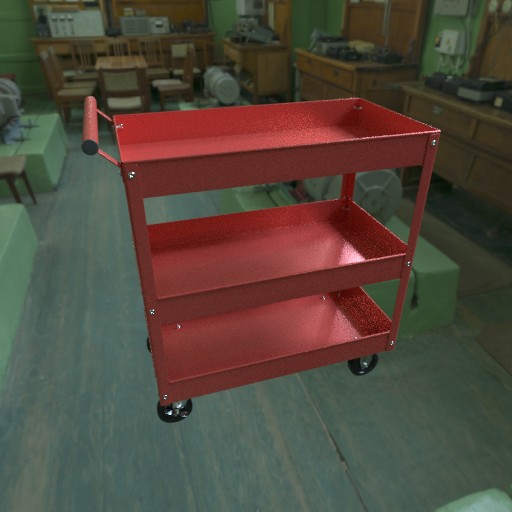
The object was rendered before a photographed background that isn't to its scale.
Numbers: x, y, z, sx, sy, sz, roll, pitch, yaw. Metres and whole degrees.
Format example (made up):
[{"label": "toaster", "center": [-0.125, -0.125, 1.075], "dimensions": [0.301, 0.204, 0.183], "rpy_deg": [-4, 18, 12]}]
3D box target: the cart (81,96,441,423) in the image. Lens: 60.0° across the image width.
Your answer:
[{"label": "cart", "center": [0.000, 0.000, 1.166], "dimensions": [0.719, 0.780, 0.366], "rpy_deg": [-9, 32, -15]}]
